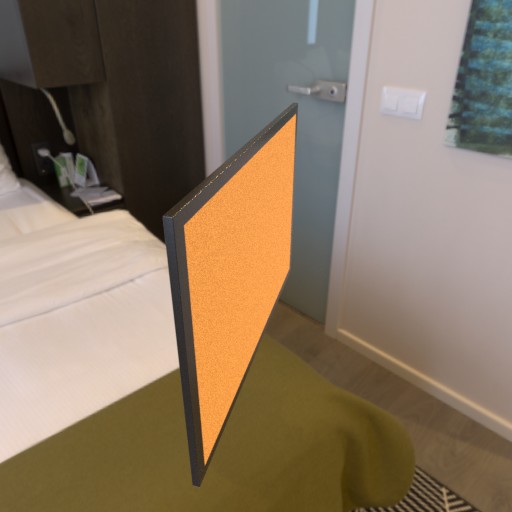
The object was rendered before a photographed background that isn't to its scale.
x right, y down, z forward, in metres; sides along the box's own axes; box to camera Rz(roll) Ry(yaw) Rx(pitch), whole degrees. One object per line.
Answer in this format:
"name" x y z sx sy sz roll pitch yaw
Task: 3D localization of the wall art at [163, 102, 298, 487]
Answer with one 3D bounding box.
"wall art" 0.000 0.000 1.040 0.015 0.552 0.819 8 30 14
